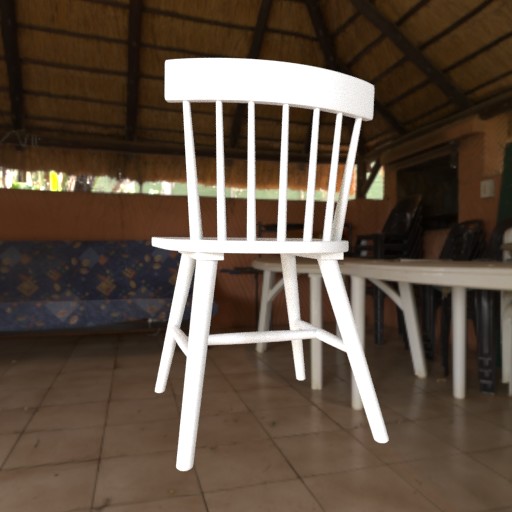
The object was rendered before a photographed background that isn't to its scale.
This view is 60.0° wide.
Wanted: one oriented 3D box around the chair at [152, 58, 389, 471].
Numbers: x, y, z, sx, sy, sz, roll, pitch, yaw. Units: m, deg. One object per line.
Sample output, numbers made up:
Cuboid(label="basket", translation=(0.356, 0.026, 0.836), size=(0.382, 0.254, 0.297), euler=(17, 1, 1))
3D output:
Cuboid(label="chair", translation=(0.000, 0.000, 1.106), size=(0.483, 0.787, 0.500), euler=(0, 0, -17))
